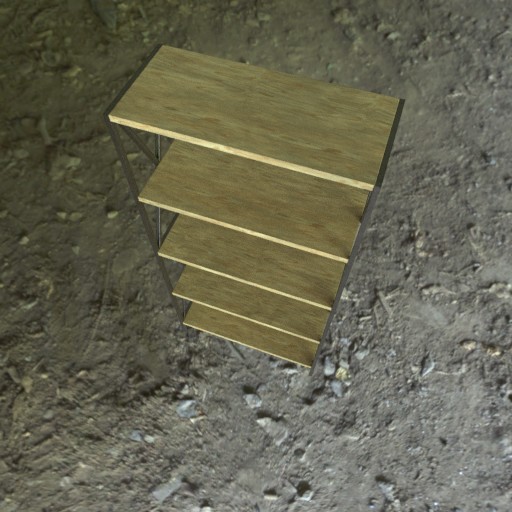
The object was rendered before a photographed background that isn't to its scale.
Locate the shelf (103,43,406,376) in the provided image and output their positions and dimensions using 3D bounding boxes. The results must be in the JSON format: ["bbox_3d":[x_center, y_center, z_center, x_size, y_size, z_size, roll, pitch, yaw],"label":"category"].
[{"bbox_3d":[0.000,0.000,2.164,0.874,1.803,0.386,17,60,10],"label":"shelf"}]
